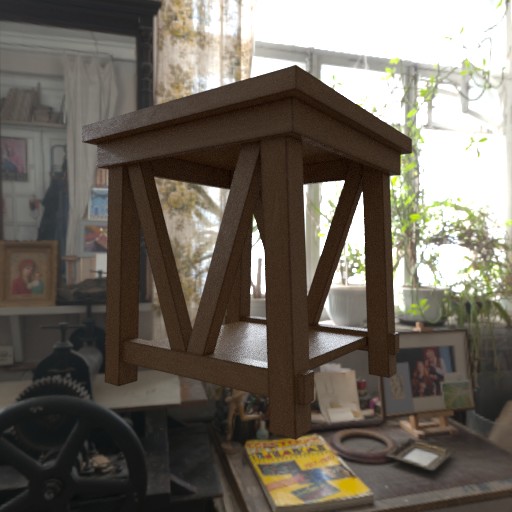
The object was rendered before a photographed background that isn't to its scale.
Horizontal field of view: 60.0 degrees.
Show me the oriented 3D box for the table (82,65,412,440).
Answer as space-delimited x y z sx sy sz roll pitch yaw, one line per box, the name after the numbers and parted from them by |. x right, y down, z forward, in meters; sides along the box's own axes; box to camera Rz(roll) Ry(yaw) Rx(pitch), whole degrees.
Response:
0.000 0.000 1.155 0.612 0.638 0.610 1 1 36 | table
